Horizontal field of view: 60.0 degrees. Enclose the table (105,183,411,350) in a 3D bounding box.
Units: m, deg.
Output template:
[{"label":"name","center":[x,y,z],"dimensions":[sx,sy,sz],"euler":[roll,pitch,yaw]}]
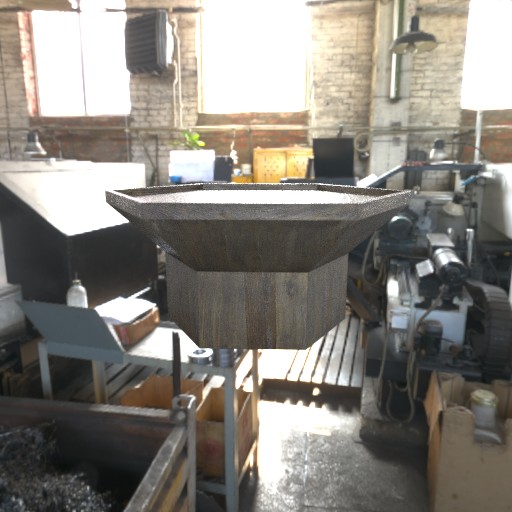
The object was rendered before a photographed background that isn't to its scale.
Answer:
[{"label":"table","center":[0.000,0.000,1.664],"dimensions":[0.966,0.488,1.115],"euler":[-6,14,-27]}]
